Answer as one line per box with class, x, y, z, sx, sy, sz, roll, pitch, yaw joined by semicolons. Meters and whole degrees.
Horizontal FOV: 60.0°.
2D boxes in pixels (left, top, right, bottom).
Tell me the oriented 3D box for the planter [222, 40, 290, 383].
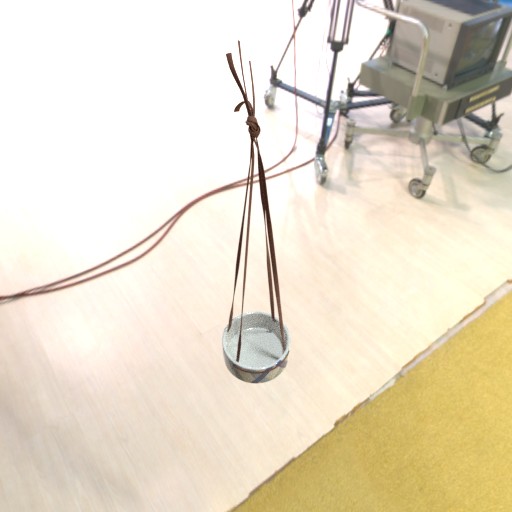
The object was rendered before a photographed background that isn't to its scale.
planter;0.000;0.000;0.837;0.166;0.751;0.166;11;48;10
